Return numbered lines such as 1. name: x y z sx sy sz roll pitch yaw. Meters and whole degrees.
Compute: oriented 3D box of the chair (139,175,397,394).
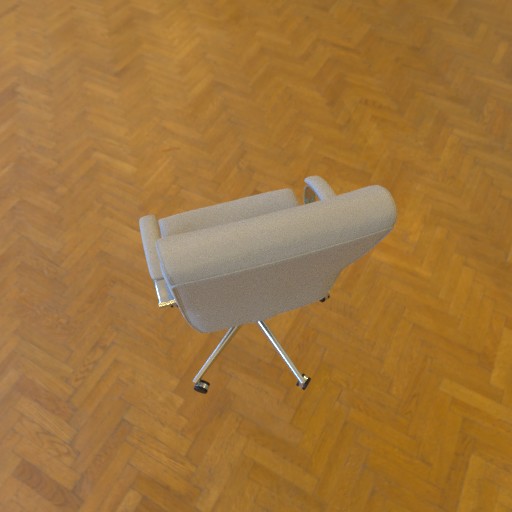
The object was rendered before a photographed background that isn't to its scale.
1. chair: 0.000 0.000 1.590 0.727 1.099 0.745 -15 58 -10
